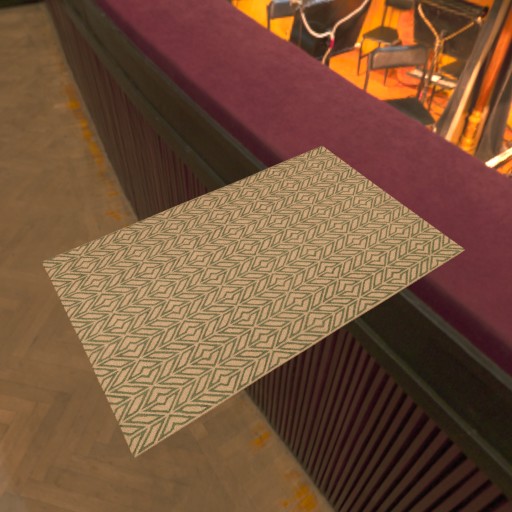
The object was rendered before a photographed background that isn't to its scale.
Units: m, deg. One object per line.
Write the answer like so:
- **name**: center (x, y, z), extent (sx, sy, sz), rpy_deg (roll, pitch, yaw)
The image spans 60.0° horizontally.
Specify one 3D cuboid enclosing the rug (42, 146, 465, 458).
- **rug**: center (0.000, 0.000, 3.000), extent (2.435, 0.011, 1.517), rpy_deg (-27, 53, -22)
